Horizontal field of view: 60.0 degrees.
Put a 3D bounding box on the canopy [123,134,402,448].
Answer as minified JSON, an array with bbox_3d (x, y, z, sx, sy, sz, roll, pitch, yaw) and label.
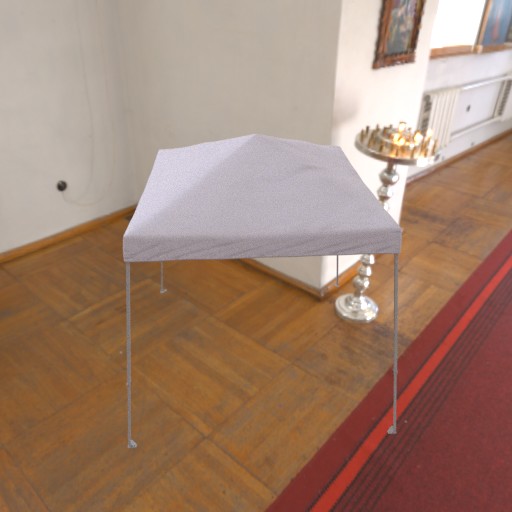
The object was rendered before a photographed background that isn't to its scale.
[{"bbox_3d":[0.000,0.000,5.180,2.850,2.850,2.849,-2,31,-3],"label":"canopy"}]
